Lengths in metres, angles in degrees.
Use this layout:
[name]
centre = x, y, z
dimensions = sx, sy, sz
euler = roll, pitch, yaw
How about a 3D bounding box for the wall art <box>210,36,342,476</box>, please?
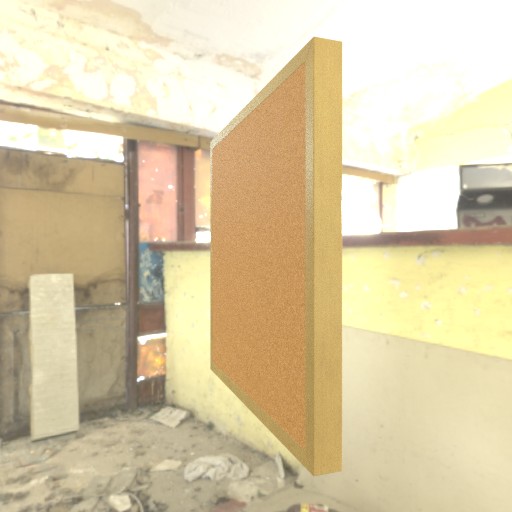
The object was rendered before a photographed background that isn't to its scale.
[wall art]
centre = 0.000, 0.000, 0.756
dimensions = 0.038, 0.508, 0.508
euler = 0, 0, -19
